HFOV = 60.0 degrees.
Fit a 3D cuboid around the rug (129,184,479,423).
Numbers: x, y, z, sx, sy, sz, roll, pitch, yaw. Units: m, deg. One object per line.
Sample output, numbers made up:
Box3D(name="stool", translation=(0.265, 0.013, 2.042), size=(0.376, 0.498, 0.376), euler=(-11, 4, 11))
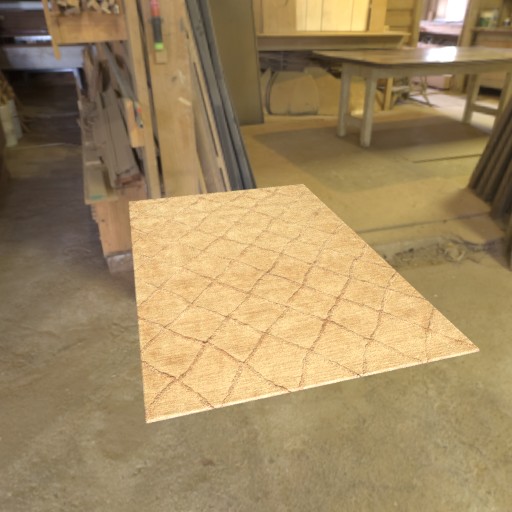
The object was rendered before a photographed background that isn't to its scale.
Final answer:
Box3D(name="rug", translation=(0.000, 0.000, 2.852), size=(1.528, 0.014, 2.292), euler=(-8, 30, -14))
